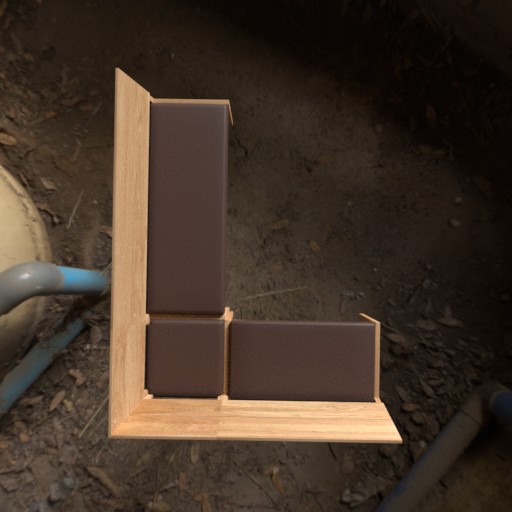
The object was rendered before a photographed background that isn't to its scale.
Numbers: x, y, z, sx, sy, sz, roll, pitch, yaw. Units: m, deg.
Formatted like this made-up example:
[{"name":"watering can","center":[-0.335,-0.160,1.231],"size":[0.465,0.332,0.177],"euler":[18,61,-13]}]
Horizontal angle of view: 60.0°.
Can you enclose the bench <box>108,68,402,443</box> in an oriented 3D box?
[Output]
[{"name":"bench","center":[0.000,0.000,2.770],"size":[1.549,0.890,1.975],"euler":[0,90,0]}]
